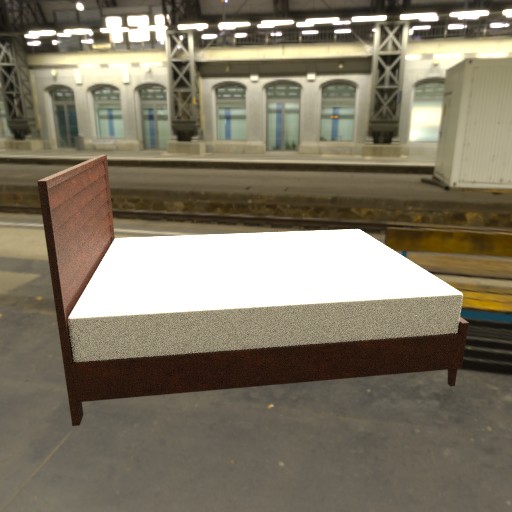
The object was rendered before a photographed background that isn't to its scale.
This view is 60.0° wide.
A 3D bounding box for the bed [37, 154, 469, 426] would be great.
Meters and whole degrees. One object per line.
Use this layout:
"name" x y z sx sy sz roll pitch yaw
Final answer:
"bed" 0.000 0.000 3.040 2.184 1.270 1.600 -3 17 -8
